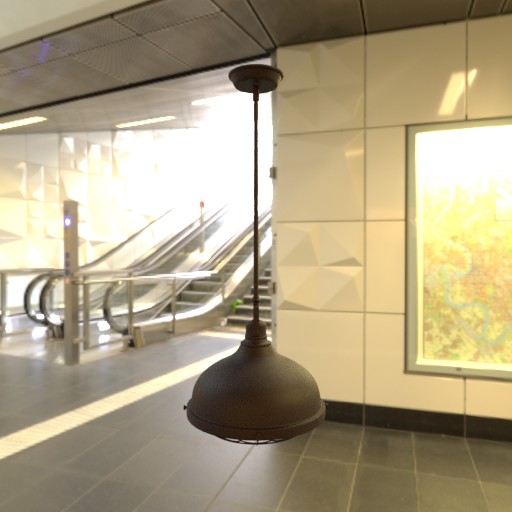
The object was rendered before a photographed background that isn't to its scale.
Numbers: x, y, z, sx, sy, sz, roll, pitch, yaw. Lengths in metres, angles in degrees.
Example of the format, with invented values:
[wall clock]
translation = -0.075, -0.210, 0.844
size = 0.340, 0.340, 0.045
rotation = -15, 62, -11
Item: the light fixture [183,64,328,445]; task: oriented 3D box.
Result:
[light fixture]
translation = 0.000, 0.000, 1.047
size = 0.341, 0.849, 0.341
rotation = 0, 1, -2
